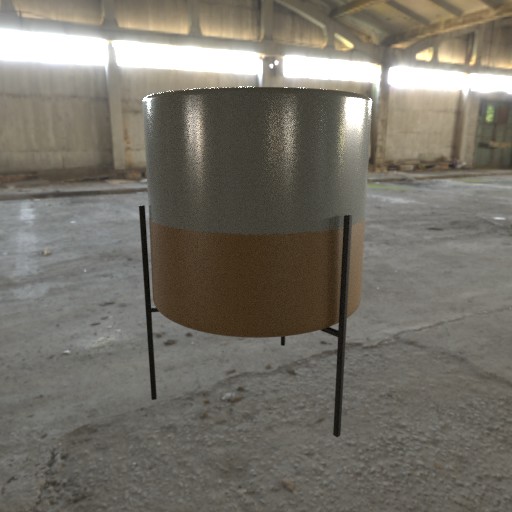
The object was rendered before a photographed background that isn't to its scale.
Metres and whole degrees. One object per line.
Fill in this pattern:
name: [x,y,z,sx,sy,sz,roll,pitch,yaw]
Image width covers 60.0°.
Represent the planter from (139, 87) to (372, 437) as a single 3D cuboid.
planter: [0.000,0.000,0.646,0.310,0.432,0.310,-7,16,-26]
